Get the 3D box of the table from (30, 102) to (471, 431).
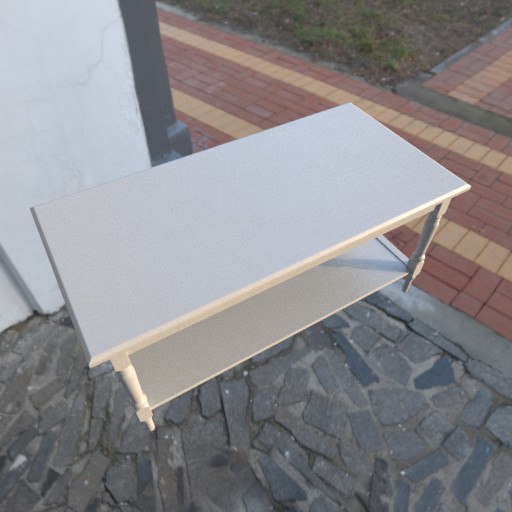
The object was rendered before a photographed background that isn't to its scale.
[{"bbox_3d":[0.000,0.000,1.423,1.109,0.506,0.551,-24,52,-20],"label":"table"}]
